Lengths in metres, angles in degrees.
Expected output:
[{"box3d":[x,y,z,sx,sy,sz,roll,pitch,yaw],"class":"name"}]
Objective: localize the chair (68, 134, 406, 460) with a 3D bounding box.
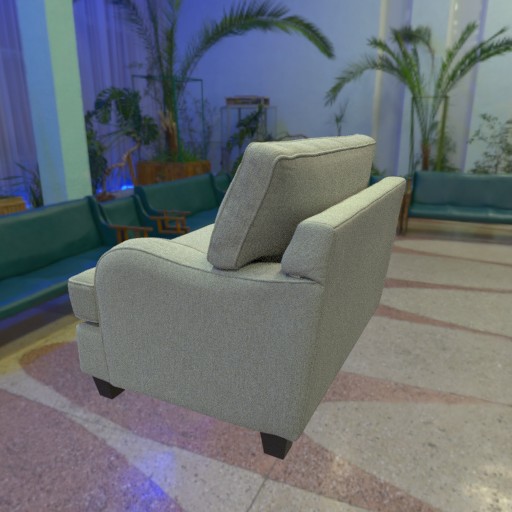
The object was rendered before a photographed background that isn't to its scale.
[{"box3d":[0.000,0.000,1.941,1.041,1.016,1.220,8,18,25],"class":"chair"}]
